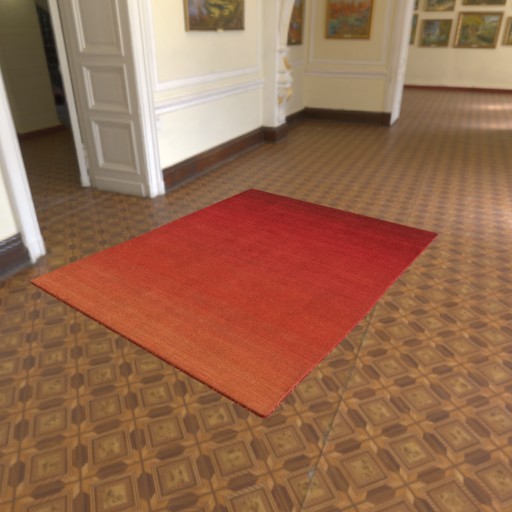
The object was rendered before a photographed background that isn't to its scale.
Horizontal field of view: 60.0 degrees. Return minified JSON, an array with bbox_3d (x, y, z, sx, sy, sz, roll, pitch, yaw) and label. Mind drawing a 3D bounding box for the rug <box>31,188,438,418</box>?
[{"bbox_3d":[0.000,0.000,3.932,2.340,0.028,2.905,19,33,32],"label":"rug"}]
